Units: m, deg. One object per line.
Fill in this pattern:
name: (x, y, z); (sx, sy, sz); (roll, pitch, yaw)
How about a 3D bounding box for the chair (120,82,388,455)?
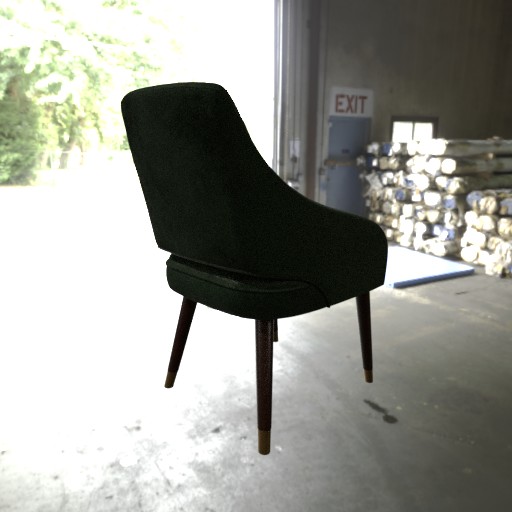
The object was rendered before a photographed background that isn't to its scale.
chair: (0.000, 0.000, 1.583); (0.794, 1.081, 0.683); (-13, 19, -42)
